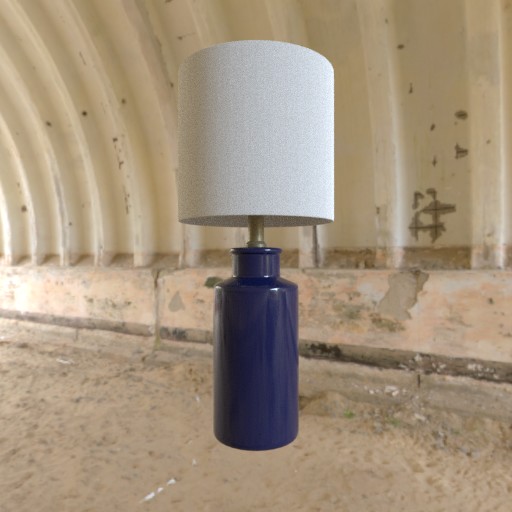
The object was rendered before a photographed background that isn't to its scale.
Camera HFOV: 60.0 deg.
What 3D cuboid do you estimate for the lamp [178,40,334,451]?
[{"bbox_3d":[0.000,0.000,0.611,0.212,0.493,0.212,0,0,-2],"label":"lamp"}]
